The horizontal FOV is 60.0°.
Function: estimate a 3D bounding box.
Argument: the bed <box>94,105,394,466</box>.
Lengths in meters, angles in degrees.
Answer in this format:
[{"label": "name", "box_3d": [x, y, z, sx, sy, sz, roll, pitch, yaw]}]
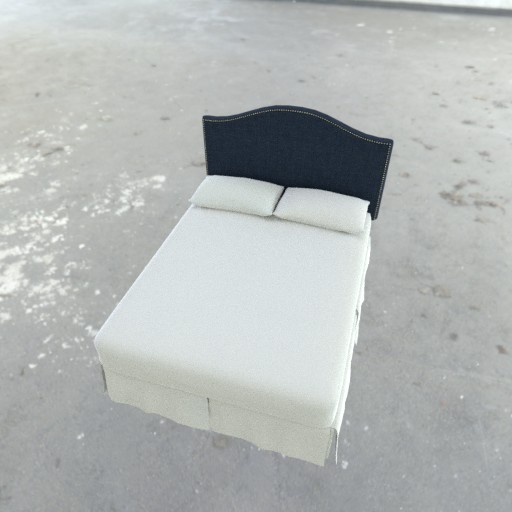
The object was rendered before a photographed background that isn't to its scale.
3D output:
[{"label": "bed", "box_3d": [0.000, 0.000, 3.347, 1.725, 1.518, 2.153, 11, 42, 13]}]
